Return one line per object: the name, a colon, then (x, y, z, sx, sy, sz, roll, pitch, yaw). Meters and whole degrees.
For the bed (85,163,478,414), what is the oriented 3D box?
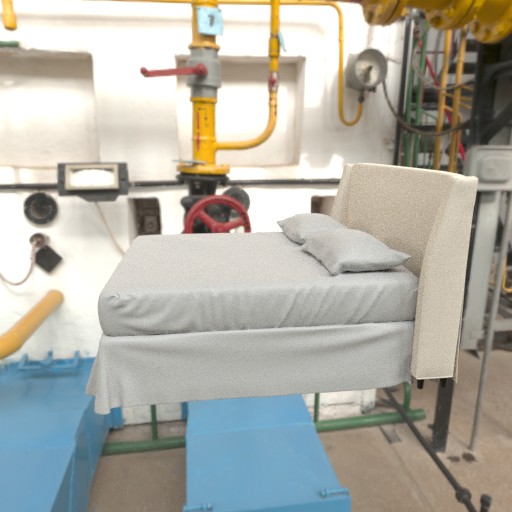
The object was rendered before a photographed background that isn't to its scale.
bed: (0.000, 0.000, 3.377, 2.276, 1.332, 1.925, -2, 14, -7)
